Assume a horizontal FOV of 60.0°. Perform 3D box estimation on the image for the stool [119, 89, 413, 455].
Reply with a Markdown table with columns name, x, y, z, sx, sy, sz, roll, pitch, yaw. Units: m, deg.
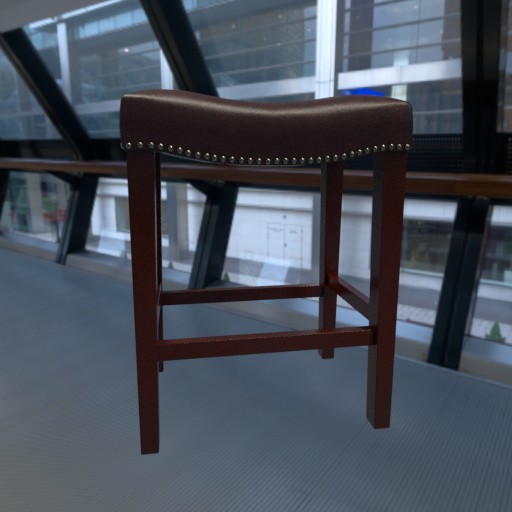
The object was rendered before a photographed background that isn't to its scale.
| name | x | y | z | sx | sy | sz | roll | pitch | yaw |
| --- | --- | --- | --- | --- | --- | --- | --- | --- | --- |
| stool | 0.000 | 0.000 | 0.964 | 0.504 | 0.657 | 0.372 | -2 | 12 | -10 |
